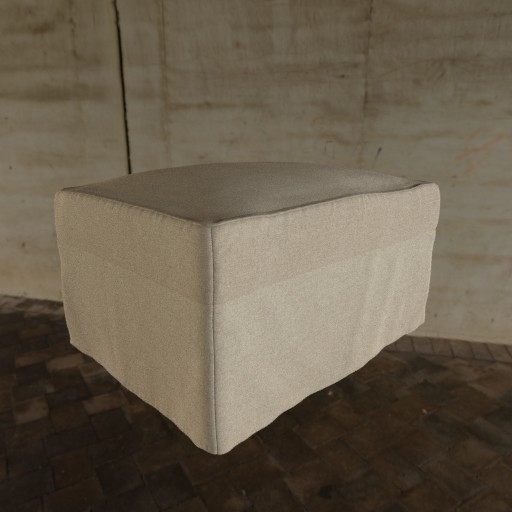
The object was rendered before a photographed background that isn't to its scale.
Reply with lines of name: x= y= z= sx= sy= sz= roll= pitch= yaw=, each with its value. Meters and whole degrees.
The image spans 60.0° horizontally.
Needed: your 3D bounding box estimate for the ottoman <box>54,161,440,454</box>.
ottoman: x=0.000 y=0.000 z=1.211 sx=0.833 sy=0.485 sz=0.650 roll=-15 pitch=22 yaw=-42
